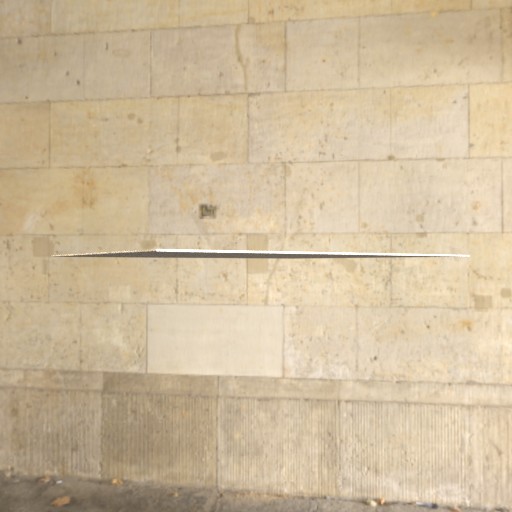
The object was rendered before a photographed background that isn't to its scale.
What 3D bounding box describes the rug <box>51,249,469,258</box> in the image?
[{"bbox_3d":[0.000,0.000,4.132,3.061,0.014,2.447,1,-1,-36],"label":"rug"}]
